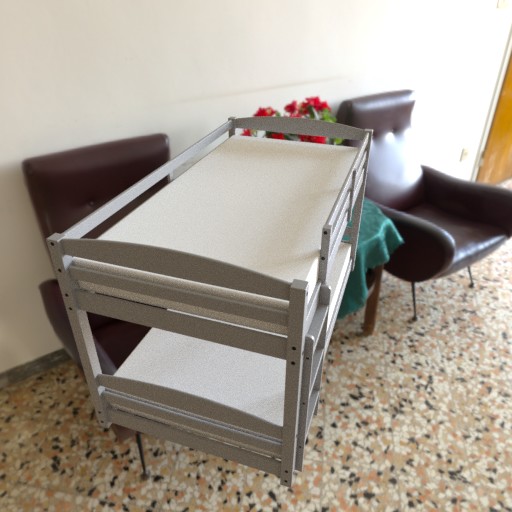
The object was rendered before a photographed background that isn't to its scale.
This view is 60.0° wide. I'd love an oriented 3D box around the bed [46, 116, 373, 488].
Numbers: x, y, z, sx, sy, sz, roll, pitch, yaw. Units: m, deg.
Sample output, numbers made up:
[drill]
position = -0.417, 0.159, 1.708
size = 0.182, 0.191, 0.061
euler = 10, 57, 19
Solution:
[bed]
position = 0.000, 0.000, 2.737
size = 1.105, 1.206, 2.013
euler = 10, 33, 16
